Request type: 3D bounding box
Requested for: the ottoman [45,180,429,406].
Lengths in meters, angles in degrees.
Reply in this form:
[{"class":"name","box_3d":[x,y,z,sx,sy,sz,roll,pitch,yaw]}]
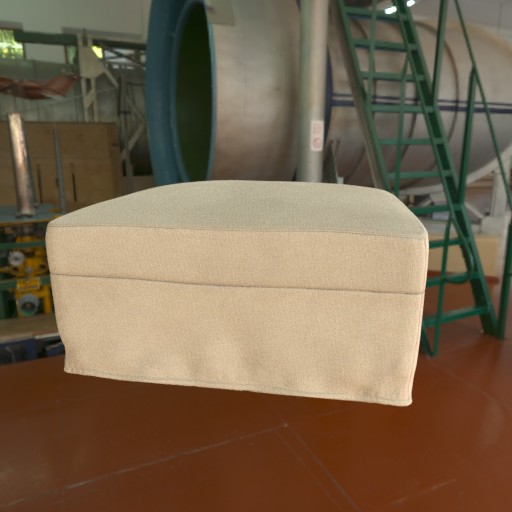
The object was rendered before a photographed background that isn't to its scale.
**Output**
[{"class":"ottoman","box_3d":[0.000,0.000,1.337,0.842,0.441,0.843,3,14,10]}]
